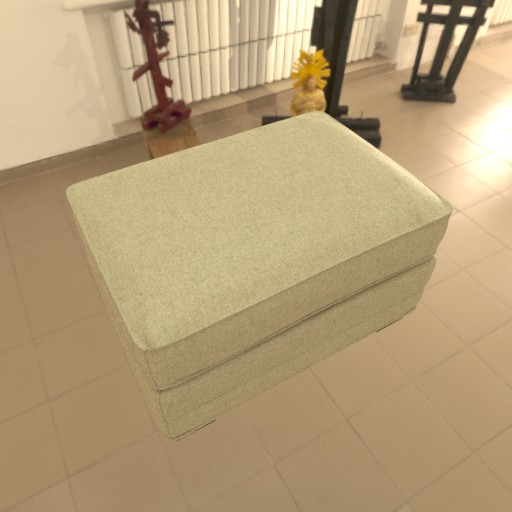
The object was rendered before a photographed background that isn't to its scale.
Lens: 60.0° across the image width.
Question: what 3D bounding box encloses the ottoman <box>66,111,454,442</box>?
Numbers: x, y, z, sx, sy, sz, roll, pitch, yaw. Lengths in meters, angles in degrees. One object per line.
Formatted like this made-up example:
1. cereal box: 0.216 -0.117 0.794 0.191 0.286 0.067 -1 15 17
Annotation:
1. ottoman: 0.000 0.000 1.267 0.848 0.508 0.611 -23 50 -20
